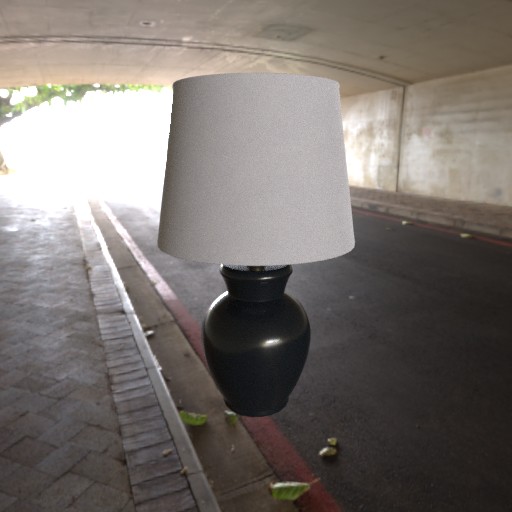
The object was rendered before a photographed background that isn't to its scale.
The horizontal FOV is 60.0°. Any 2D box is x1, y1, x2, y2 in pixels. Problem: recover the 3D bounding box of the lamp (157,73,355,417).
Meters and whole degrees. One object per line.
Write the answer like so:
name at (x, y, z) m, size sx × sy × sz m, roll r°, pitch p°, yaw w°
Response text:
lamp at (0.000, 0.000, 0.554) m, size 0.239 × 0.399 × 0.239 m, roll 0°, pitch 14°, yaw 0°
